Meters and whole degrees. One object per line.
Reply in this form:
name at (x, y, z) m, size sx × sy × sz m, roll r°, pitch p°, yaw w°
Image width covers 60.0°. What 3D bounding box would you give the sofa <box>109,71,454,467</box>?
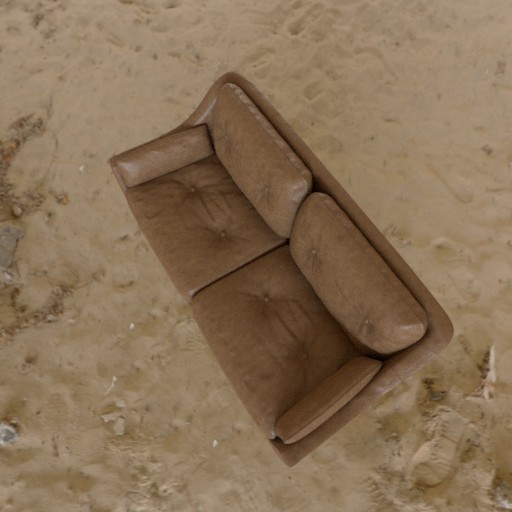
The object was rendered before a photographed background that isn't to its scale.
sofa at (0.000, 0.000, 2.382) m, size 0.904 × 0.839 × 1.902 m, roll -29°, pitch 67°, yaw -13°
